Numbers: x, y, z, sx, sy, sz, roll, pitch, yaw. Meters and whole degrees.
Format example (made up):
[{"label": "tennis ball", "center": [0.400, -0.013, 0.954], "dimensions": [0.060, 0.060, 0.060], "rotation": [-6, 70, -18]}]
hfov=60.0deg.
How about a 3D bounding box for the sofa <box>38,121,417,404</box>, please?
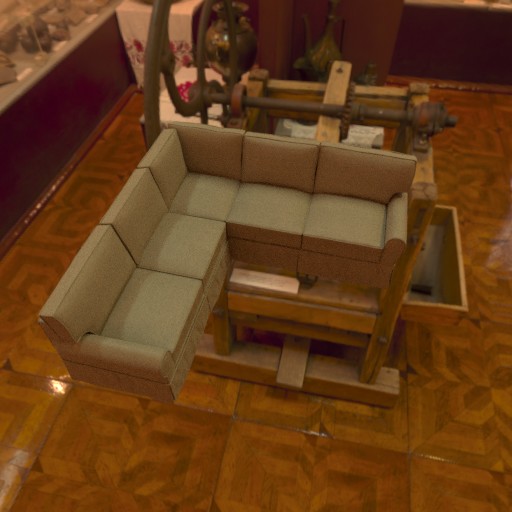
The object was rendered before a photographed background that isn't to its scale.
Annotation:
[{"label": "sofa", "center": [0.000, 0.000, 4.001], "dimensions": [2.623, 1.081, 2.618], "rotation": [10, 49, 9]}]
